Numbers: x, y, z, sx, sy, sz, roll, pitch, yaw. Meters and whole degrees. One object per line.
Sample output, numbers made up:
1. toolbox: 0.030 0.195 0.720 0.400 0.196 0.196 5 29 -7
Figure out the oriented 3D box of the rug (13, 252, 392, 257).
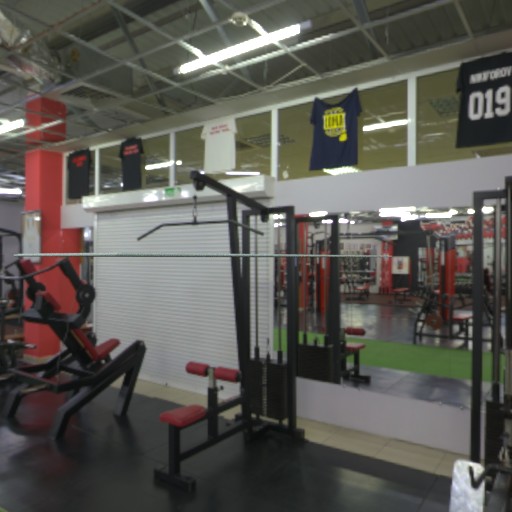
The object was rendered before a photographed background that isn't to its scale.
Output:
1. rug: 0.000 0.000 2.367 0.662 0.011 2.196 0 0 38
